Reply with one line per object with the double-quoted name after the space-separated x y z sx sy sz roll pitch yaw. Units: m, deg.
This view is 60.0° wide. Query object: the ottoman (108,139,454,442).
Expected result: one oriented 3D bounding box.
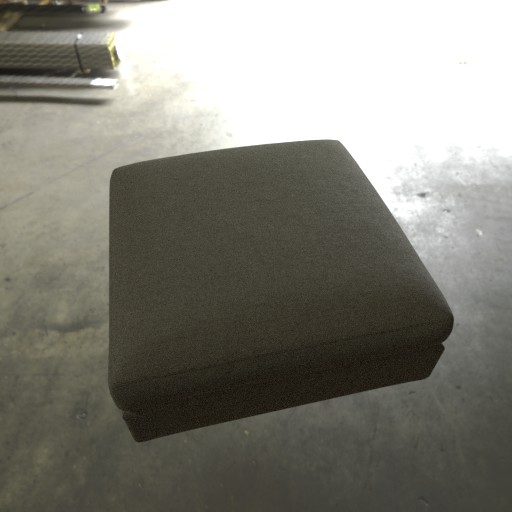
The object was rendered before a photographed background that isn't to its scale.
0.000 0.000 1.659 1.041 0.470 1.041 -9 47 -9 "ottoman"
